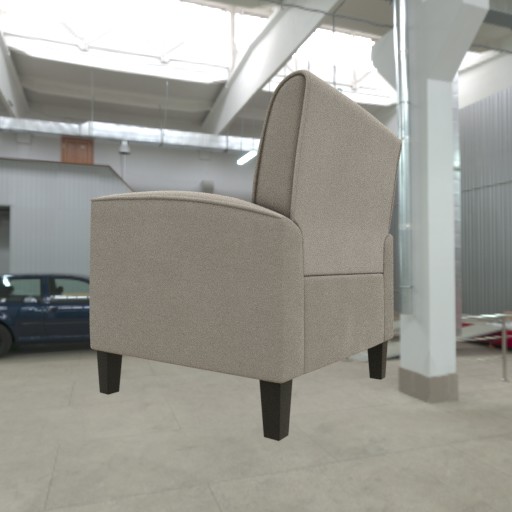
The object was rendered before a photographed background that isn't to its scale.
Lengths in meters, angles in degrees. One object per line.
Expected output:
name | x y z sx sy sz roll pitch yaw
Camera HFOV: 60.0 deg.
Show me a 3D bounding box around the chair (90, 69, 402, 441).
chair | 0.000 0.000 1.574 0.820 0.915 0.820 -1 -2 35
